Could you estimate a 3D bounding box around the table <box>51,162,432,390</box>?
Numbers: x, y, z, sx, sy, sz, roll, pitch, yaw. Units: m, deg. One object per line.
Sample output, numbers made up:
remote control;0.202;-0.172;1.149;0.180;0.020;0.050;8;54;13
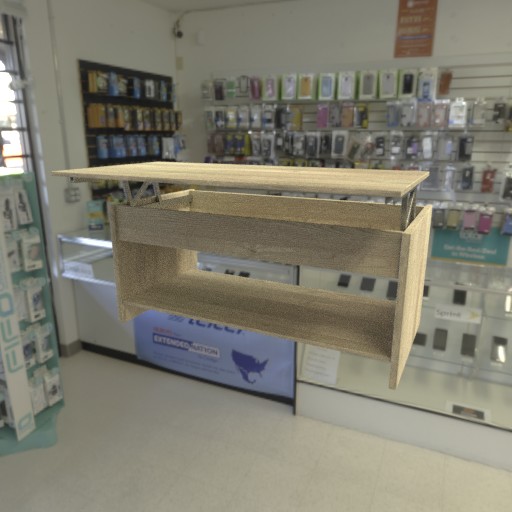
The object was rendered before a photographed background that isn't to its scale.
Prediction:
table;0.000;0.000;1.474;1.000;0.570;0.712;8;17;26
